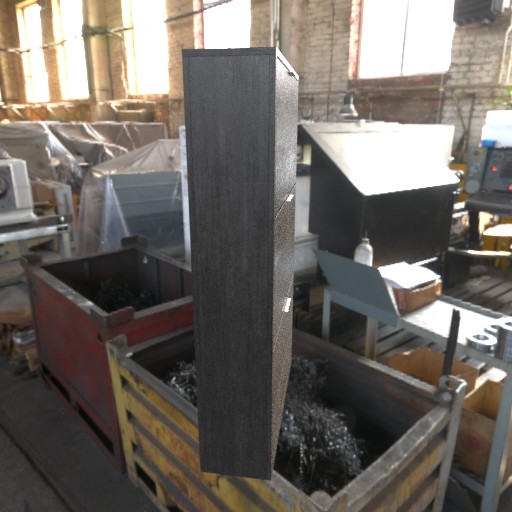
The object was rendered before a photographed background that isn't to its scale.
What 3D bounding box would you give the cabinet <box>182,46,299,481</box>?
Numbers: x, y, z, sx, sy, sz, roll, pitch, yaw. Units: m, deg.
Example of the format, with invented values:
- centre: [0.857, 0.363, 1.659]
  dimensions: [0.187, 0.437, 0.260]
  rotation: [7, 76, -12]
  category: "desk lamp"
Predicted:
- centre: [0.000, 0.000, 1.615]
  dimensions: [0.250, 1.280, 0.750]
  rotation: [3, 17, 9]
  category: "cabinet"
